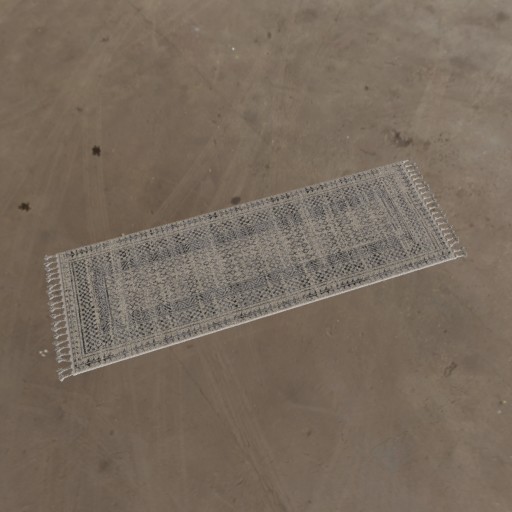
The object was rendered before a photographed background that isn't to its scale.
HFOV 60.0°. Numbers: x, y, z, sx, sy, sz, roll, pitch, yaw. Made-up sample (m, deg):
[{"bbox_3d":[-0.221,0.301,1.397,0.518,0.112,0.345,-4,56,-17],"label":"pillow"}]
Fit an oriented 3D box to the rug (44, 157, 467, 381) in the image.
[{"bbox_3d":[0.000,0.000,2.690,2.480,0.013,0.786,-16,66,-7],"label":"rug"}]
